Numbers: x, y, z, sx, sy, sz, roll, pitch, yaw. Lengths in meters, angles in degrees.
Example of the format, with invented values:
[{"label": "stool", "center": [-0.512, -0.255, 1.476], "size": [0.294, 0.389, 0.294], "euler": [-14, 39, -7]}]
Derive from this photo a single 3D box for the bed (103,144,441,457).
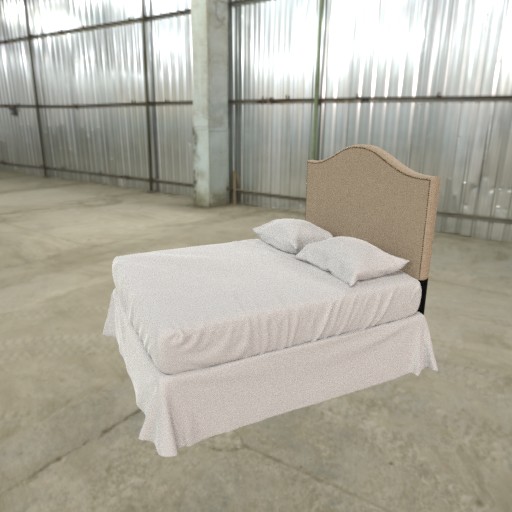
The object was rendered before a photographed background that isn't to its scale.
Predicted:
[{"label": "bed", "center": [0.000, 0.000, 3.446], "size": [2.221, 1.645, 1.876], "euler": [-8, 19, -25]}]
